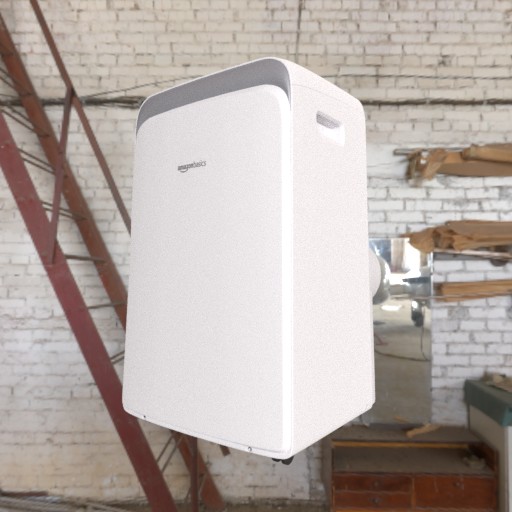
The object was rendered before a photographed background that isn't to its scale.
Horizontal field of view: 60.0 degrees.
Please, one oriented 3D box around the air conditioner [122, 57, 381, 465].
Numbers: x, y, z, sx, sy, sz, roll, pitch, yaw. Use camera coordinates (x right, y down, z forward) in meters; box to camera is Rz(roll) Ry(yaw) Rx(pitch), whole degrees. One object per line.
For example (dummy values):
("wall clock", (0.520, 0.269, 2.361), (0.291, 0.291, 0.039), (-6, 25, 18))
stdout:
("air conditioner", (0.000, 0.000, 1.046), (0.478, 0.765, 0.467), (-1, -1, 36))
